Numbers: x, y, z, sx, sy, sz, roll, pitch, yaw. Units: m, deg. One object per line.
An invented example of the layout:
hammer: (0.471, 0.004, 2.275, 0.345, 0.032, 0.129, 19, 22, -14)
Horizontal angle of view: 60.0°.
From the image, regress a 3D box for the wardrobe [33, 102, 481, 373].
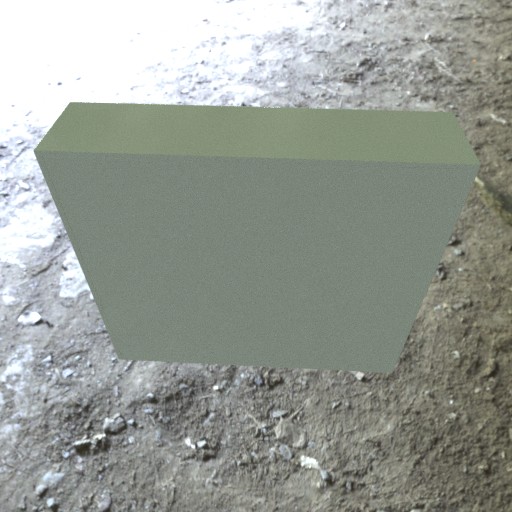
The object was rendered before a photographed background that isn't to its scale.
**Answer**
wardrobe: (0.000, 0.000, 1.876, 1.340, 1.200, 0.360, 2, 45, 2)
